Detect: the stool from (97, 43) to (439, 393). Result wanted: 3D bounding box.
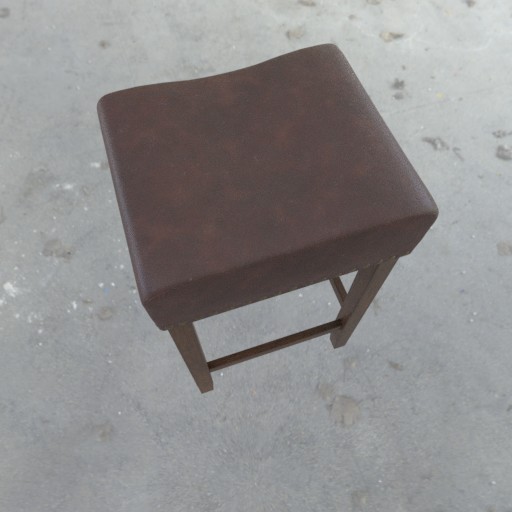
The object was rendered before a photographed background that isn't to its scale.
[{"bbox_3d":[0.000,0.000,1.041,0.465,0.769,0.401,-17,64,-8],"label":"stool"}]
